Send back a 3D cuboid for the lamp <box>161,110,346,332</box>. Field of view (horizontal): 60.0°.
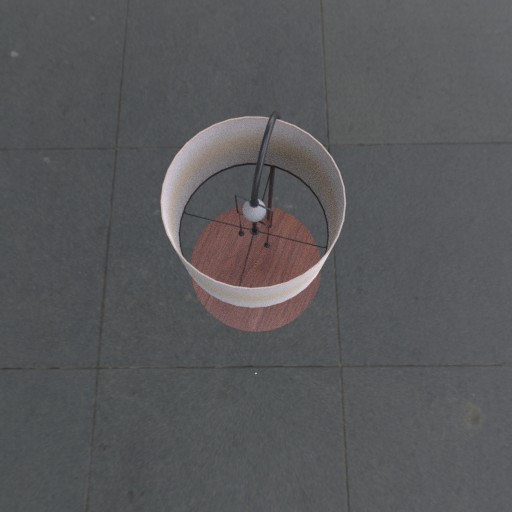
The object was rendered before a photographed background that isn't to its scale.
[{"bbox_3d":[0.000,0.000,1.783,0.573,1.517,0.573,0,75,0],"label":"lamp"}]
